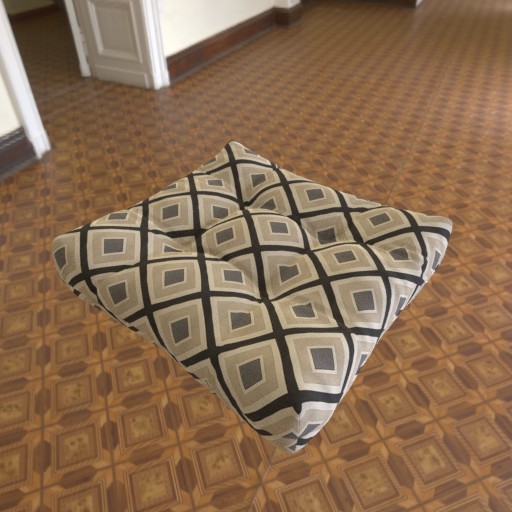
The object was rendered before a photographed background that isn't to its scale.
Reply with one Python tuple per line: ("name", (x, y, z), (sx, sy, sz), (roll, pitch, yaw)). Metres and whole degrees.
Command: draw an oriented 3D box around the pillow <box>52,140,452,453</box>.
("pillow", (0.000, 0.000, 0.735), (0.490, 0.128, 0.468), (27, 47, 28))
